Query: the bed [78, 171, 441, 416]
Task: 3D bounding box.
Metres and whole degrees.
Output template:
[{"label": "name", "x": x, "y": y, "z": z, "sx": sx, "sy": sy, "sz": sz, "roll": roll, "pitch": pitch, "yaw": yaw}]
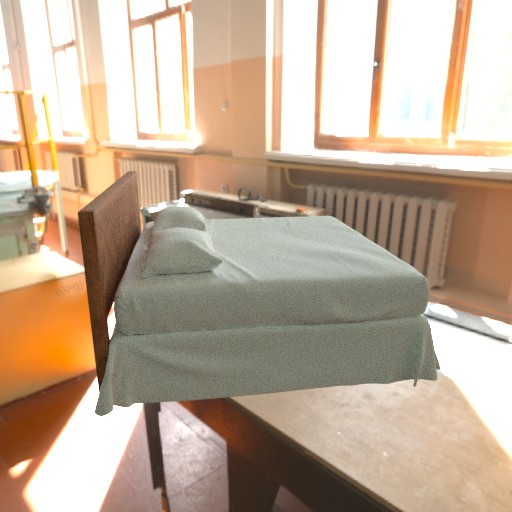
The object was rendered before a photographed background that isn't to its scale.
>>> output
[{"label": "bed", "x": 0.000, "y": 0.000, "z": 3.523, "sx": 2.165, "sy": 1.158, "sz": 2.255, "roll": -2, "pitch": 17, "yaw": -8}]
